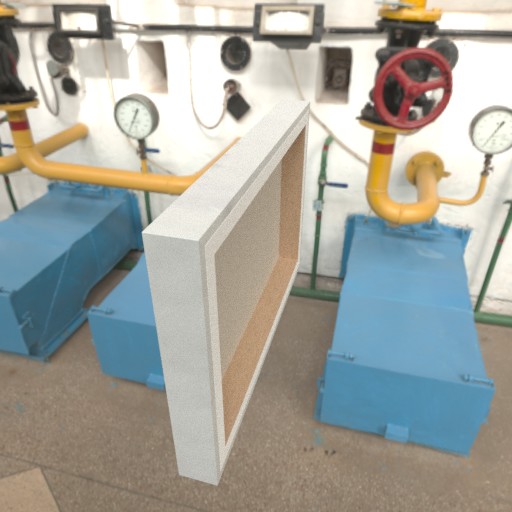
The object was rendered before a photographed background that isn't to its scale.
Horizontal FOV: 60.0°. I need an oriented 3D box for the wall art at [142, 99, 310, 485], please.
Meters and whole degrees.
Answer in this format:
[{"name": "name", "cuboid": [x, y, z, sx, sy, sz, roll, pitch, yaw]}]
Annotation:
[{"name": "wall art", "cuboid": [0.000, 0.000, 0.492, 0.038, 0.254, 0.381, 9, 33, 14]}]
